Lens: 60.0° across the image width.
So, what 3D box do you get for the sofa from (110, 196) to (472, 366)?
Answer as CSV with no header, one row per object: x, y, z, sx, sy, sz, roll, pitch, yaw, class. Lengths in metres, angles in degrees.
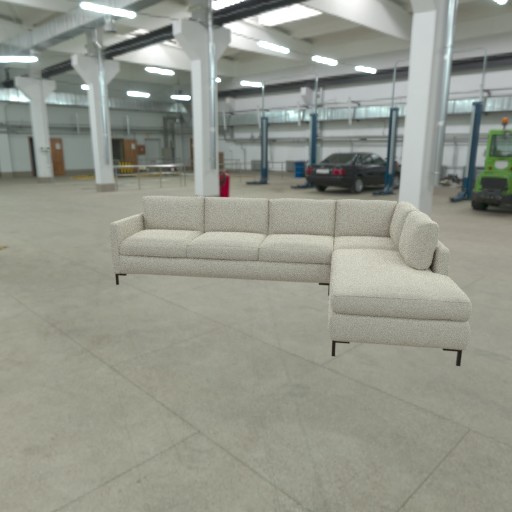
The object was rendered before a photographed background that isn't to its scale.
0.000,0.000,3.777,2.949,0.815,2.007,2,14,10,sofa
